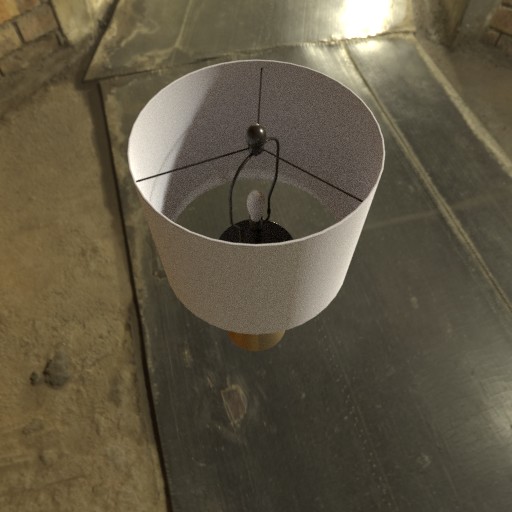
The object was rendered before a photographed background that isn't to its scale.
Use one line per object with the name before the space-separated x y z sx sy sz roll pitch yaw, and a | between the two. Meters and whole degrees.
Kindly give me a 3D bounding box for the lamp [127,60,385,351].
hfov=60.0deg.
lamp | 0.000 0.000 0.756 0.304 0.573 0.304 32 64 18
